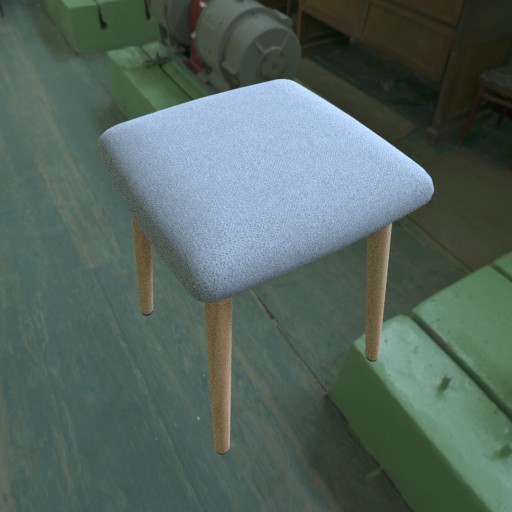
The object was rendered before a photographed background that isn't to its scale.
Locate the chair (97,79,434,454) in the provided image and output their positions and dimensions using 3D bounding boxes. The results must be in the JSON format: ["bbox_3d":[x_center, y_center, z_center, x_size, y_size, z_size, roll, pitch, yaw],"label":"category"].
[{"bbox_3d":[0.000,0.000,0.712,0.350,0.440,0.350,-24,51,-21],"label":"chair"}]
